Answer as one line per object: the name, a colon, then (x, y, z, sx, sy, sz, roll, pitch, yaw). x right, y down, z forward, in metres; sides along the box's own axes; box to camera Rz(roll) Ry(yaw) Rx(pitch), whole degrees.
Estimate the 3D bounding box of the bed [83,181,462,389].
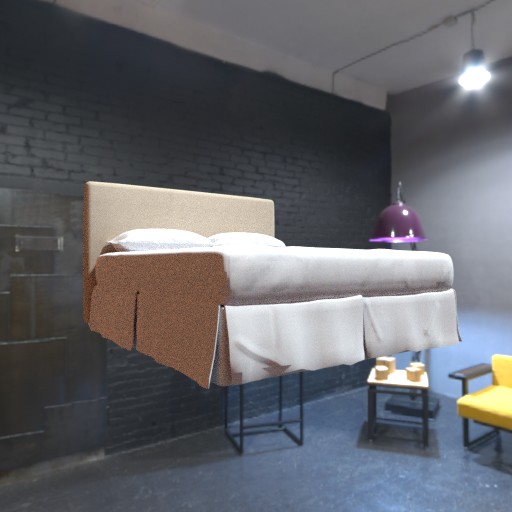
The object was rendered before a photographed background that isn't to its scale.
bed: (0.000, 0.000, 3.542, 2.119, 1.317, 2.319, 1, -1, -35)
